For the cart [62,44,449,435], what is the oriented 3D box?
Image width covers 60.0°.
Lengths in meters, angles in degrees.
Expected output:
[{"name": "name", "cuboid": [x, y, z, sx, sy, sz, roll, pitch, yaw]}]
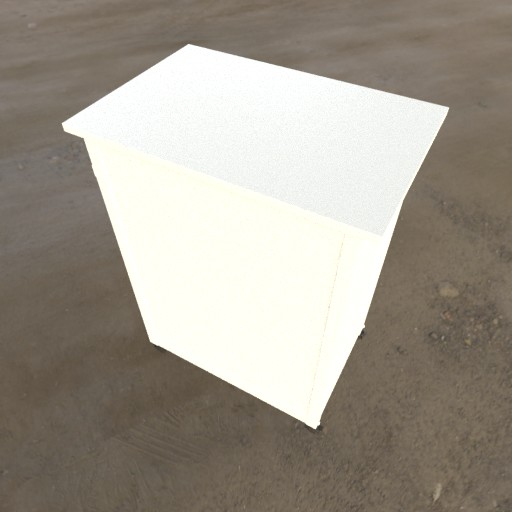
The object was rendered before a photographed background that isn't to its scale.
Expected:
[{"name": "cart", "cuboid": [0.000, 0.000, 1.231, 0.683, 0.864, 0.442, 22, 51, 19]}]
